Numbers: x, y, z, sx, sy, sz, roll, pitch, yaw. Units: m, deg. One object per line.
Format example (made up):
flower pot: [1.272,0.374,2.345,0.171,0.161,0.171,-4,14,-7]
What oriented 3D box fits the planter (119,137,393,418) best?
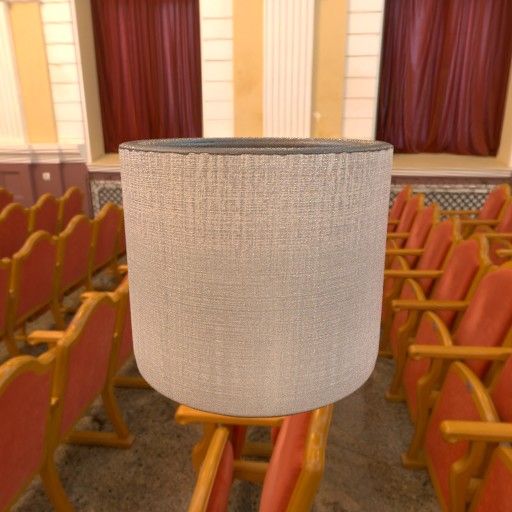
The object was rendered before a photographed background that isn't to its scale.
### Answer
planter: [0.000,0.000,0.223,0.125,0.112,0.125,0,17,0]
